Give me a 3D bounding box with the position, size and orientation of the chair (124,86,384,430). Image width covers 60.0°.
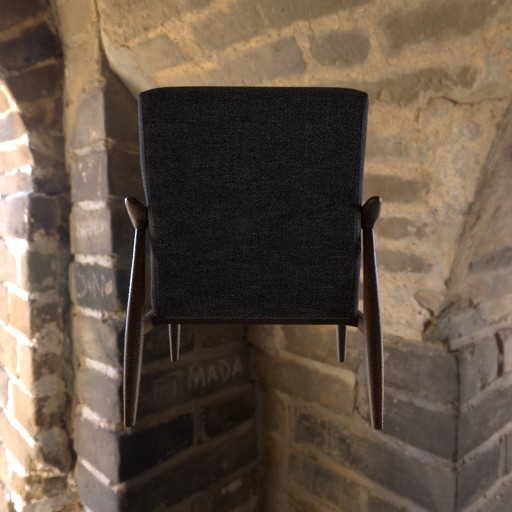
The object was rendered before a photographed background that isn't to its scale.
[{"bbox_3d":[0.000,0.000,1.440,0.741,0.832,0.798,0,1,1],"label":"chair"}]
